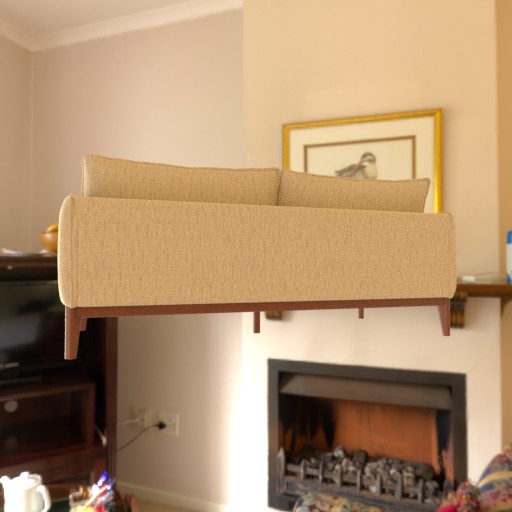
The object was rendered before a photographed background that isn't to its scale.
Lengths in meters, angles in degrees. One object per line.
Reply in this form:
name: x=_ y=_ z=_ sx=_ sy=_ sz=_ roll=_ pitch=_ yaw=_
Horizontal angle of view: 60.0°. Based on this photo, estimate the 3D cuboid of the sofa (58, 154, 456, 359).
sofa: x=0.000 y=0.000 z=2.501 sx=1.989 sy=0.860 sz=0.991 roll=0 pitch=-2 yaw=-19
